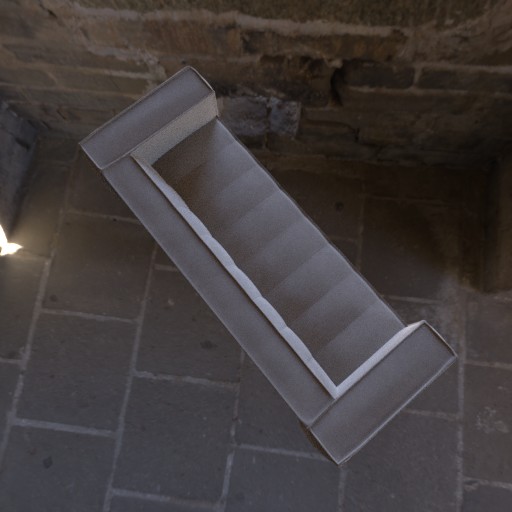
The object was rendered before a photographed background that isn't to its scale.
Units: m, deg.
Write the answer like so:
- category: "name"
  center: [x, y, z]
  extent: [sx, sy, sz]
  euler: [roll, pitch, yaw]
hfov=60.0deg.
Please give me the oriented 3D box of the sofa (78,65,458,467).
- category: "sofa"
  center: [0.000, 0.000, 3.155]
  extent: [1.038, 0.680, 2.697]
  euler: [-39, 79, -9]
